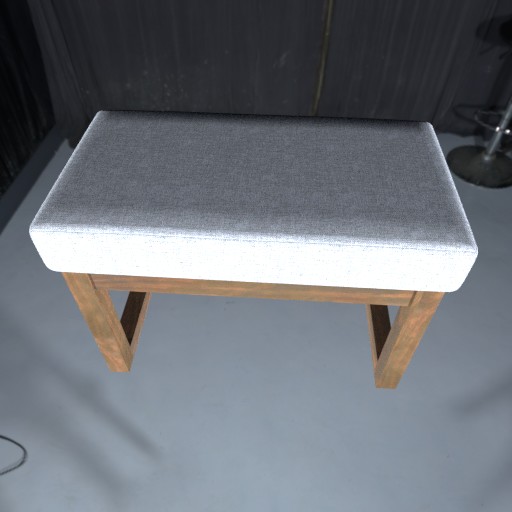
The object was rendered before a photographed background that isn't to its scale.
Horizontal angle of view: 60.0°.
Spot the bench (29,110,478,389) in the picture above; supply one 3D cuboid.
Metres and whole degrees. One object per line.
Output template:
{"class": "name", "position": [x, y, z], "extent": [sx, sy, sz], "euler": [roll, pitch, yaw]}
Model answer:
{"class": "bench", "position": [0.000, 0.000, 0.938], "extent": [0.681, 0.467, 0.366], "euler": [3, 48, 3]}
